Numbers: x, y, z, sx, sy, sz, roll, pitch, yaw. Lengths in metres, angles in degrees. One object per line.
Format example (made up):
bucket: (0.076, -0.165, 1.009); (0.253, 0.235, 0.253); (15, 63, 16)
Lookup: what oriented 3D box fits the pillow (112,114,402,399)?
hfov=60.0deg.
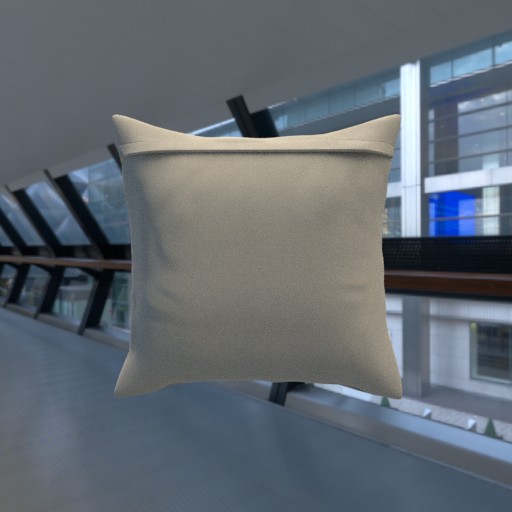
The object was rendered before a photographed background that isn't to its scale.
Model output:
pillow: (0.000, 0.000, 0.715); (0.463, 0.454, 0.160); (0, -1, 1)
